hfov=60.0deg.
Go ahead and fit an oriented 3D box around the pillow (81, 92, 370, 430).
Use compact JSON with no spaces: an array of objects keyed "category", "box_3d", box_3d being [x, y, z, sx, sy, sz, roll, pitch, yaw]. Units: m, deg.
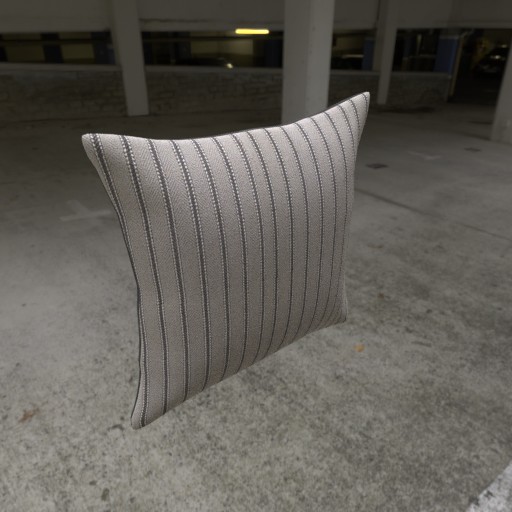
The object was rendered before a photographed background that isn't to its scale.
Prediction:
[{"category":"pillow","box_3d":[0.000,0.000,0.687,0.468,0.444,0.138,-20,34,-33]}]
